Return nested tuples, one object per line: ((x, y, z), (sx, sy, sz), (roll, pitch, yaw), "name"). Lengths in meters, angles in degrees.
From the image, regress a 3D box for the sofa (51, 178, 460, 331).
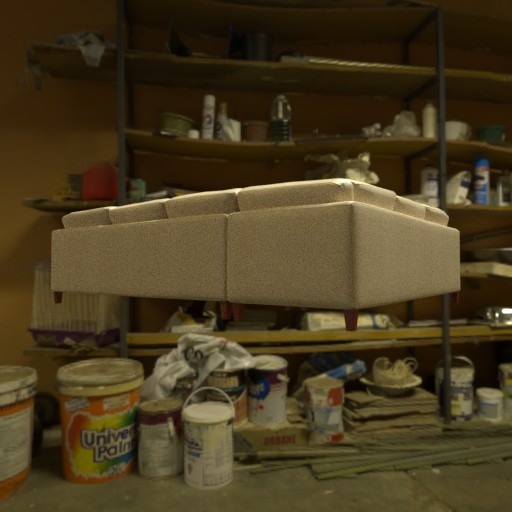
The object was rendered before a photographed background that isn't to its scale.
((0.000, 0.000, 4.457), (3.302, 0.947, 2.593), (-1, -2, 37), "sofa")
